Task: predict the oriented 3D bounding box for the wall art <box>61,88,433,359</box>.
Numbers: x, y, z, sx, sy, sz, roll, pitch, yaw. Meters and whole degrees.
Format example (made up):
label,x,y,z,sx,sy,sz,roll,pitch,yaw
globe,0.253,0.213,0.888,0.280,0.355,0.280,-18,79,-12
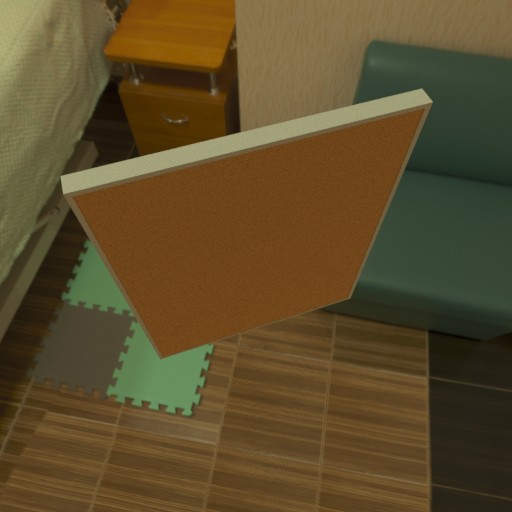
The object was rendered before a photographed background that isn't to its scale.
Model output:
label,x,y,z,sx,sy,sz,roll,pitch,yaw
wall art,0.000,0.000,1.036,0.611,0.763,0.055,-16,60,-10
